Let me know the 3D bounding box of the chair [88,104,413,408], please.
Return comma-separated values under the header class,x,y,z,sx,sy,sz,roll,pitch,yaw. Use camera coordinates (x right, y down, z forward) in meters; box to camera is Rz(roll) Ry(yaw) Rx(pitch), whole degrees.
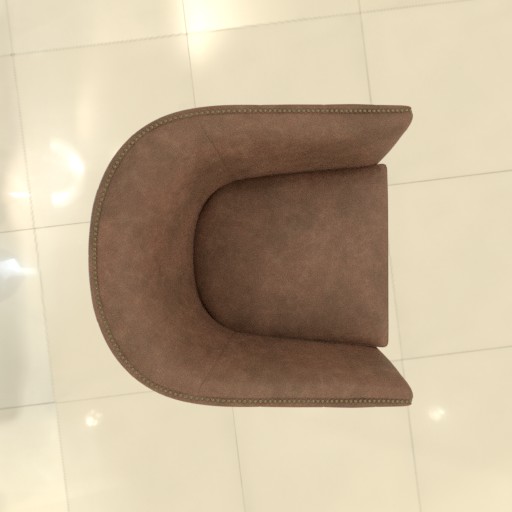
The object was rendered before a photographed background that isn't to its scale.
class,x,y,z,sx,sy,sz,roll,pitch,yaw
chair,0.000,0.000,1.514,0.870,0.790,0.850,0,90,0
